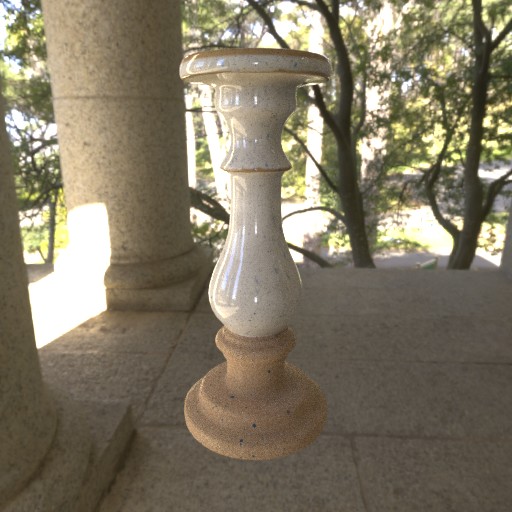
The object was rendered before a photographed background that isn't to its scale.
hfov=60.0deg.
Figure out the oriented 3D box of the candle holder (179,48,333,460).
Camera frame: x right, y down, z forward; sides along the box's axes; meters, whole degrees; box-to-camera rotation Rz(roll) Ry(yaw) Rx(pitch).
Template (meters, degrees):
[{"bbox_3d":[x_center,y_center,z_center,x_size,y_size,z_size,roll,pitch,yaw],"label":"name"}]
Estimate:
[{"bbox_3d":[0.000,0.000,0.249,0.088,0.203,0.088,0,16,0],"label":"candle holder"}]
